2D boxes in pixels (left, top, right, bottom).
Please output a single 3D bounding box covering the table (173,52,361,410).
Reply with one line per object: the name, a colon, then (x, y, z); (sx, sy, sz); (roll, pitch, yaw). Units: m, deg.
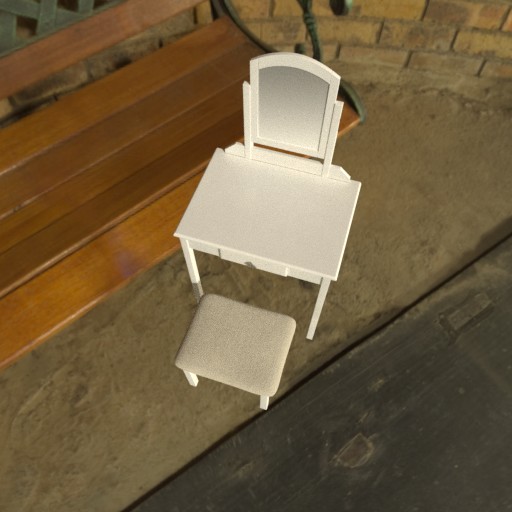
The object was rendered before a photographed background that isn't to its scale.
table: (0.000, 0.000, 2.368); (0.876, 1.631, 1.211); (15, 61, 9)
